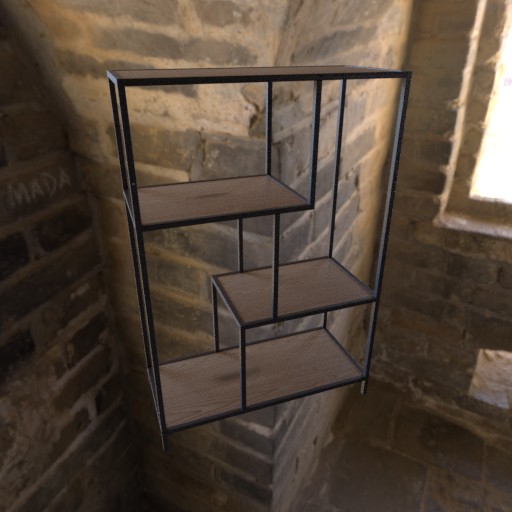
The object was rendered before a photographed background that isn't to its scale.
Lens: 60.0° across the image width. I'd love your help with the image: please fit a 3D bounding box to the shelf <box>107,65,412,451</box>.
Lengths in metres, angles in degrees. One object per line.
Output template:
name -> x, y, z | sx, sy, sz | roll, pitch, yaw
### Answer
shelf -> 0.000, 0.000, 1.472 | 0.770, 1.138, 0.350 | -9, 27, -18
